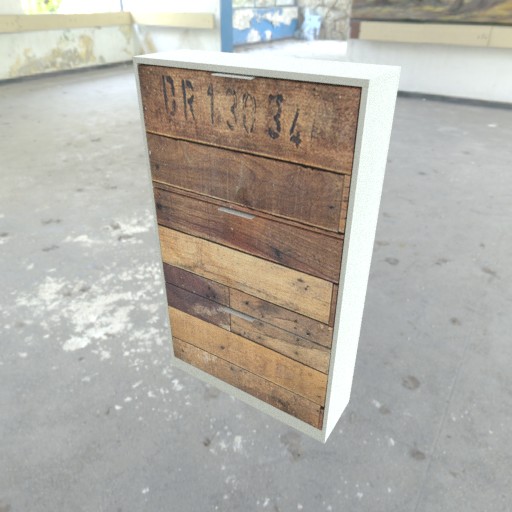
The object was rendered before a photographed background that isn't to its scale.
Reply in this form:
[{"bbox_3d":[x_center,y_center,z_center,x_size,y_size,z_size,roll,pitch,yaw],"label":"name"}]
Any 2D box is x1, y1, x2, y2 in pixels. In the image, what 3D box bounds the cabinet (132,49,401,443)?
[{"bbox_3d":[0.000,0.000,1.580,0.750,1.280,0.250,18,35,28],"label":"cabinet"}]
